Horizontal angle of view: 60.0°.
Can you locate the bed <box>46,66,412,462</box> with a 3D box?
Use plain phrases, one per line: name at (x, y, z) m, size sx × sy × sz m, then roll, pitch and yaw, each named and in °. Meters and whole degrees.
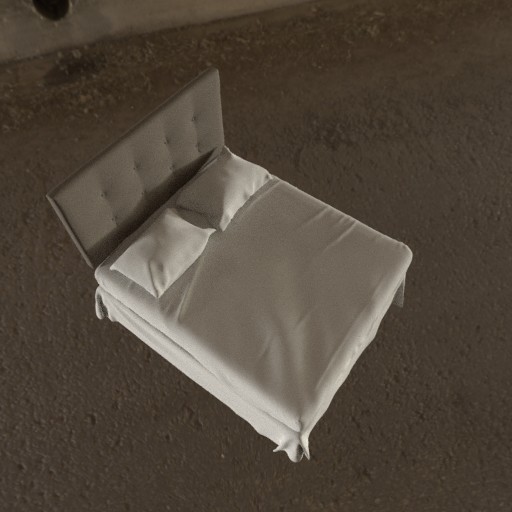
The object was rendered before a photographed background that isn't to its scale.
bed at (0.000, 0.000, 3.418) m, size 2.222 × 1.577 × 1.936 m, roll 32°, pitch 63°, yaw 19°
